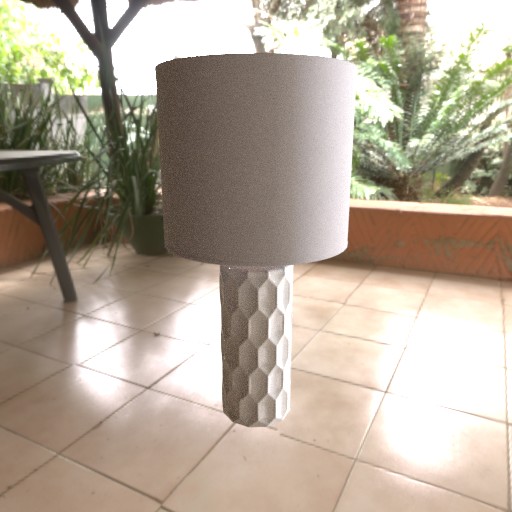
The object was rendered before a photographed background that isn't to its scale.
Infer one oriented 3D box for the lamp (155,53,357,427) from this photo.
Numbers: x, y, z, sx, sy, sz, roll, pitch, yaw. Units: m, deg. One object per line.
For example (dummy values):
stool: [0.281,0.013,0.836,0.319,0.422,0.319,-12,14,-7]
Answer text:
lamp: [0.000,0.000,0.688,0.277,0.537,0.277,8,17,26]
